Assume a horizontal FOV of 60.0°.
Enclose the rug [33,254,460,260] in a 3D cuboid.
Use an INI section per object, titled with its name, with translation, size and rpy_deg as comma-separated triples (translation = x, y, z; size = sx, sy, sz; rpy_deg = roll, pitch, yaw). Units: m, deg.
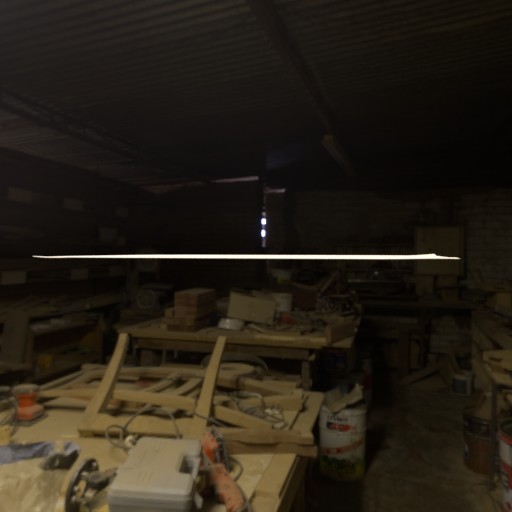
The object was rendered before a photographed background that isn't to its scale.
[rug]
translation = 0.000, 0.000, 3.090
size = 2.434, 0.023, 1.518
rpy_deg = 0, 1, 18
